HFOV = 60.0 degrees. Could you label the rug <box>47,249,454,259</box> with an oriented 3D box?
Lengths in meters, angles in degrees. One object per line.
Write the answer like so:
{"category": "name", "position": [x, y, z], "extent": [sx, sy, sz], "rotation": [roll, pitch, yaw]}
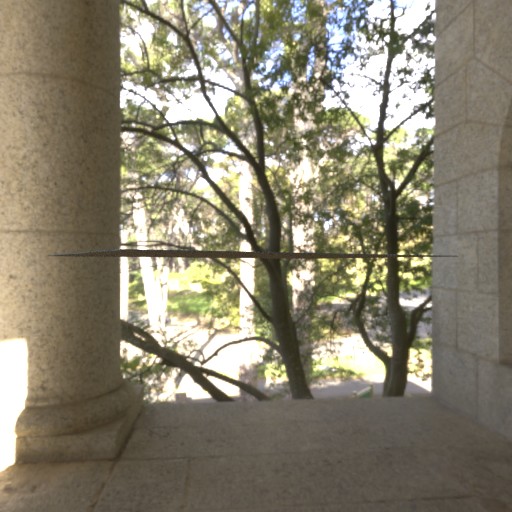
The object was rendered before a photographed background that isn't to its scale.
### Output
{"category": "rug", "position": [0.000, 0.000, 4.280], "extent": [3.371, 0.008, 2.190], "rotation": [1, -1, -35]}
